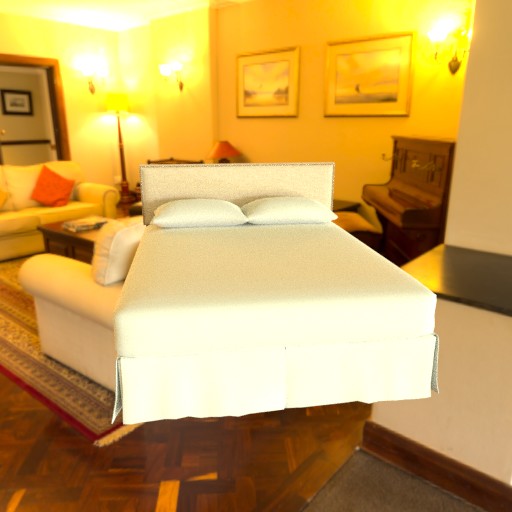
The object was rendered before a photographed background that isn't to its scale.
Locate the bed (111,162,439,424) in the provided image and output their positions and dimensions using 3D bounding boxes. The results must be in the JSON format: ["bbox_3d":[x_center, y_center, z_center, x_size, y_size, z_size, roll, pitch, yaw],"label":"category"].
[{"bbox_3d":[0.000,0.000,2.855,1.616,1.016,1.876,-3,17,-8],"label":"bed"}]
